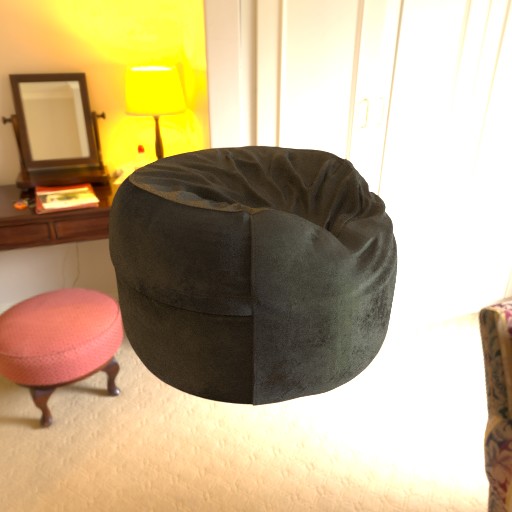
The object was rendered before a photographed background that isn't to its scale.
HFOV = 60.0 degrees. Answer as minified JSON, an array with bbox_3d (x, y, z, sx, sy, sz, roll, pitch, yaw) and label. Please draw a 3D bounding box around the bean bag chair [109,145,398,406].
[{"bbox_3d":[0.000,0.000,1.492,0.918,0.605,0.918,0,26,0],"label":"bean bag chair"}]
